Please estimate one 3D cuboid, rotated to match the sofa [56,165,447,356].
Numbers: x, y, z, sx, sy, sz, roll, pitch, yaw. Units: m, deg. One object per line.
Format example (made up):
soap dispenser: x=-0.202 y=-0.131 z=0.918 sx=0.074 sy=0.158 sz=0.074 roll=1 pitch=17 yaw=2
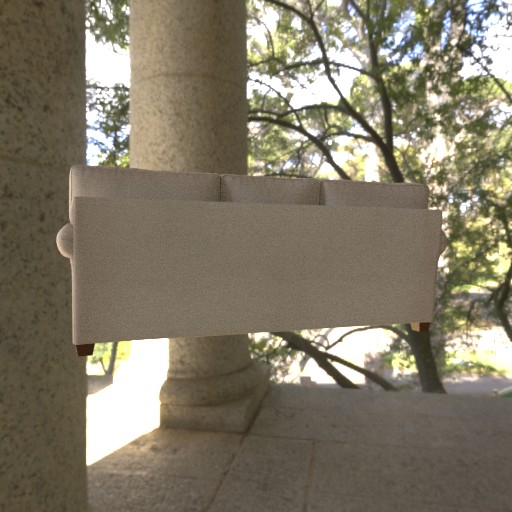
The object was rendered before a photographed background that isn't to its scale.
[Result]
sofa: x=0.000 y=0.000 z=2.863 sx=2.312 sy=0.975 sz=0.965 roll=0 pitch=1 yaw=-19
